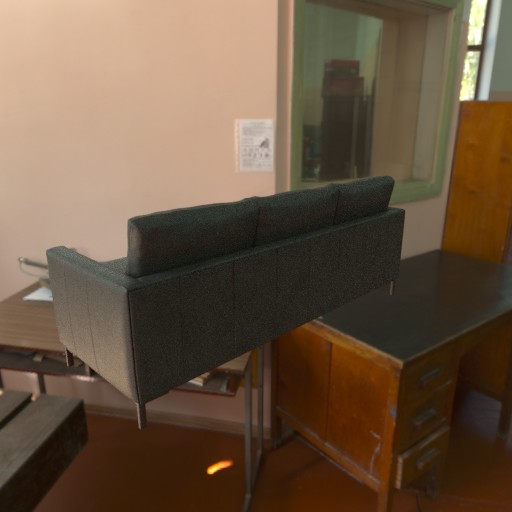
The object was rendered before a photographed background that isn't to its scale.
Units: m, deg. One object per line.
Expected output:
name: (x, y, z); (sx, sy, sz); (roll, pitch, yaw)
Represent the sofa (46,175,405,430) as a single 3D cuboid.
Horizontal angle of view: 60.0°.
sofa: (0.000, 0.000, 2.465); (0.748, 0.805, 2.029); (16, 23, 42)
